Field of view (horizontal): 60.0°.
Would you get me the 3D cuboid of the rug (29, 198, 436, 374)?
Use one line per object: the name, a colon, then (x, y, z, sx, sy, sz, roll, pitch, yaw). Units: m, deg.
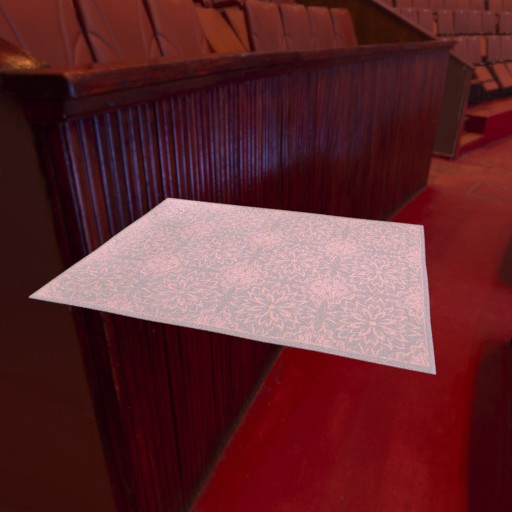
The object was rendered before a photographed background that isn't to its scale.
rug: (0.000, 0.000, 4.062, 2.980, 0.012, 2.363, 8, 28, 15)
